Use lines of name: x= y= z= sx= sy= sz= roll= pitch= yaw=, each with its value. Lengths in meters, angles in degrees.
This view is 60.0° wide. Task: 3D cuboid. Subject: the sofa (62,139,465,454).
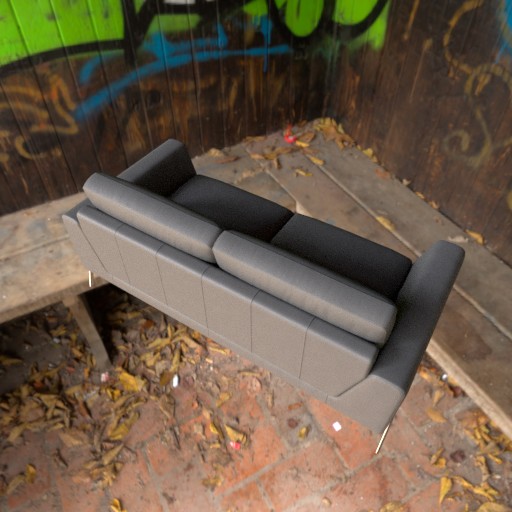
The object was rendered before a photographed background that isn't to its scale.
sofa: x=0.000 y=0.000 z=2.512 sx=2.017 sy=0.875 sz=0.953 roll=25 pitch=51 yaw=22
